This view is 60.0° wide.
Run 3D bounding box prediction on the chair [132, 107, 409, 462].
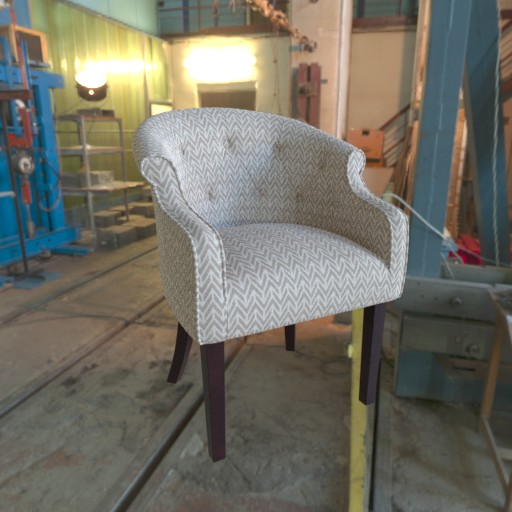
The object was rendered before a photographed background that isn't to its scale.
[{"bbox_3d":[0.000,0.000,1.315,0.686,0.858,0.613,-8,18,-28],"label":"chair"}]
